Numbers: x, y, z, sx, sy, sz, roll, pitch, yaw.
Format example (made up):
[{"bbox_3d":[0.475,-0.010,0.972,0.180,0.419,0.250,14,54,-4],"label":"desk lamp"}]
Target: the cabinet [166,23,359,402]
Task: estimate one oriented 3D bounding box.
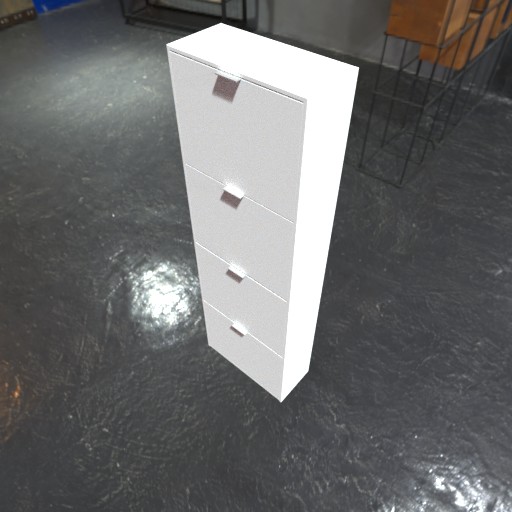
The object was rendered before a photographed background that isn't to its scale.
[{"bbox_3d":[0.000,0.000,1.844,0.520,1.630,0.255,32,54,27],"label":"cabinet"}]
